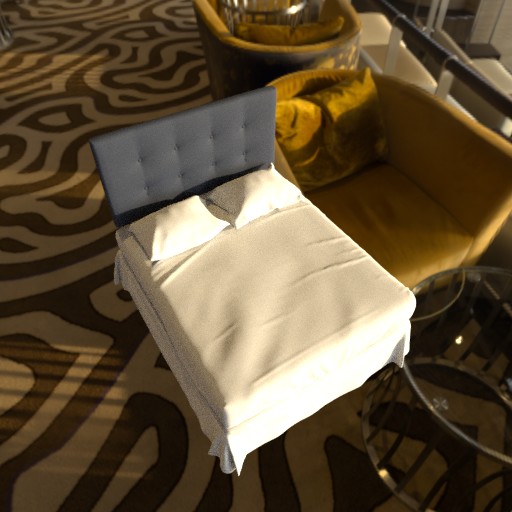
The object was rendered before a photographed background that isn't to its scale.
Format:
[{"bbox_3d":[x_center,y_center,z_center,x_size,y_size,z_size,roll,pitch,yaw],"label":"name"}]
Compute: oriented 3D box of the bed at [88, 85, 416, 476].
[{"bbox_3d":[0.000,0.000,3.496,1.936,1.577,2.222,-24,51,-21],"label":"bed"}]
